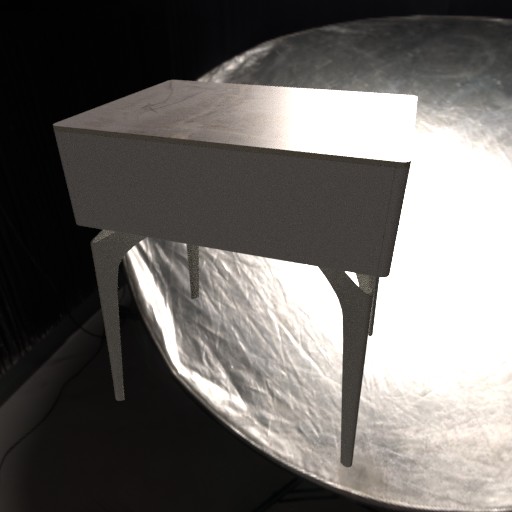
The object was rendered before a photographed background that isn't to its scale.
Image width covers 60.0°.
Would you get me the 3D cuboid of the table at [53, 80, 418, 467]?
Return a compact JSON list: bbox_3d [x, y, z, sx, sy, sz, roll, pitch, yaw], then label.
[{"bbox_3d":[0.000,0.000,0.876,0.500,0.570,0.400,10,33,16],"label":"table"}]
